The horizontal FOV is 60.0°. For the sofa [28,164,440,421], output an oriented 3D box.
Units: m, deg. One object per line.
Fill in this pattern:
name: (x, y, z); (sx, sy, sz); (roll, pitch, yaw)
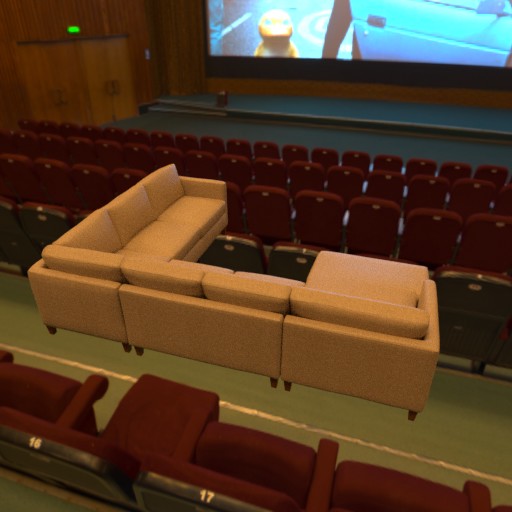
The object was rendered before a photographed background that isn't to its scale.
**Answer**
sofa: (0.000, 0.000, 4.614); (3.460, 0.961, 2.594); (9, 32, 15)
